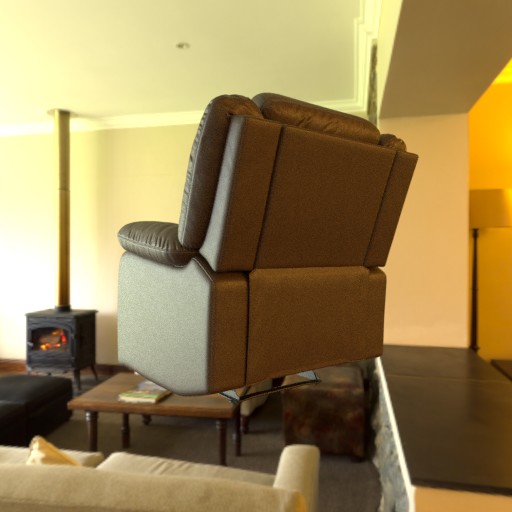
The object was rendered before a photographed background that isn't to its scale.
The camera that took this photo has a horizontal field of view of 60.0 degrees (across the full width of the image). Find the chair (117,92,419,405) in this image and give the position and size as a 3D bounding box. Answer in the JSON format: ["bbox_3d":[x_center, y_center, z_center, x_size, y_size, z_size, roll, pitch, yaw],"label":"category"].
[{"bbox_3d":[0.000,0.000,1.736,0.899,1.009,0.934,0,1,-37],"label":"chair"}]
